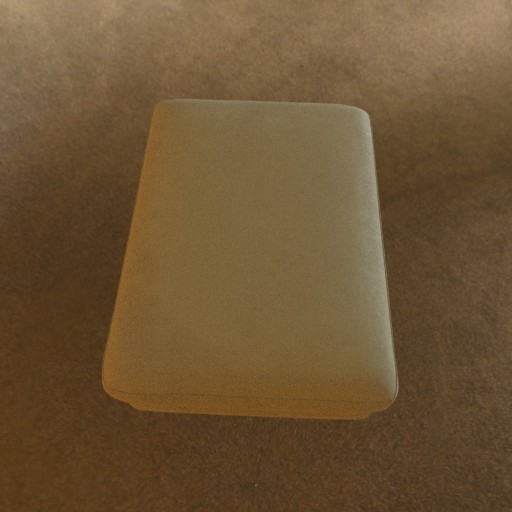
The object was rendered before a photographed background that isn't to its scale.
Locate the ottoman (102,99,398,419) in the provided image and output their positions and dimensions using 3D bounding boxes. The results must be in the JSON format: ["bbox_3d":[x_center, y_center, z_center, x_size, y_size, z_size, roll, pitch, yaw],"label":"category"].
[{"bbox_3d":[0.000,0.000,1.178,0.608,0.449,0.811,2,63,1],"label":"ottoman"}]
